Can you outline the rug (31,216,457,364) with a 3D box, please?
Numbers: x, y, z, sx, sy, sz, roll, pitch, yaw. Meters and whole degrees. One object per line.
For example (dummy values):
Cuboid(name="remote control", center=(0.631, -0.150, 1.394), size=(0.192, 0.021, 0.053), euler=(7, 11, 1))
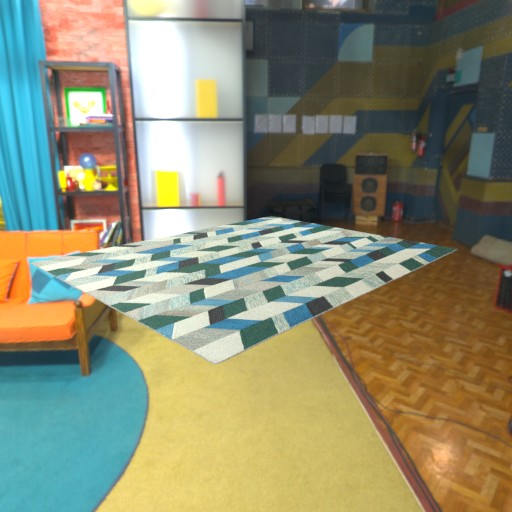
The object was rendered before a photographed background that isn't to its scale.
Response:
Cuboid(name="rug", center=(0.000, 0.000, 4.011), size=(2.440, 0.008, 3.036), euler=(15, 22, 43))
